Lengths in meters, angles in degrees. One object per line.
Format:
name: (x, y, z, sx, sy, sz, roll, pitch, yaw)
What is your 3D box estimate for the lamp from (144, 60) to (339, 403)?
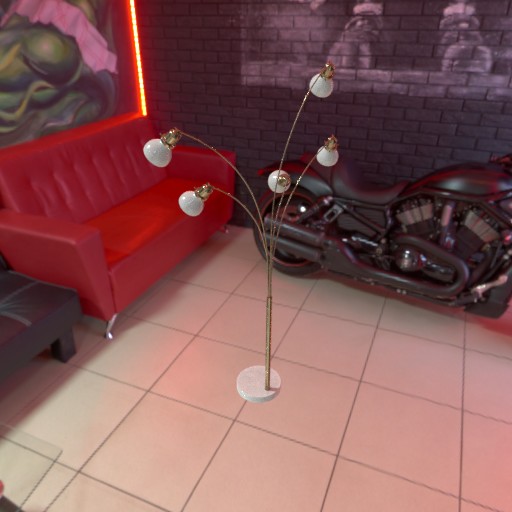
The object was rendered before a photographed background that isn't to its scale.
lamp: (0.000, 0.000, 3.030, 1.405, 2.423, 0.361, -18, 33, -30)
